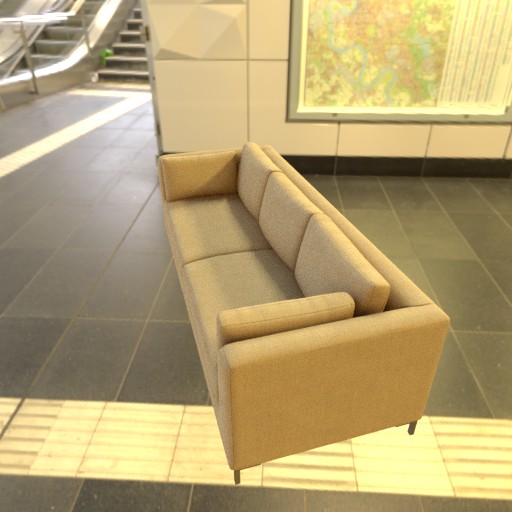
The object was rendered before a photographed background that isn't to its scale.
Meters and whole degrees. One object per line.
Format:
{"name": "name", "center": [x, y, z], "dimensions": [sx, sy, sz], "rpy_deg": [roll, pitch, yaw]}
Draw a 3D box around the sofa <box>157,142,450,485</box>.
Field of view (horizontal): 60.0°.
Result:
{"name": "sofa", "center": [0.000, 0.000, 2.858], "dimensions": [0.969, 0.867, 2.415], "rpy_deg": [-9, 33, -14]}
